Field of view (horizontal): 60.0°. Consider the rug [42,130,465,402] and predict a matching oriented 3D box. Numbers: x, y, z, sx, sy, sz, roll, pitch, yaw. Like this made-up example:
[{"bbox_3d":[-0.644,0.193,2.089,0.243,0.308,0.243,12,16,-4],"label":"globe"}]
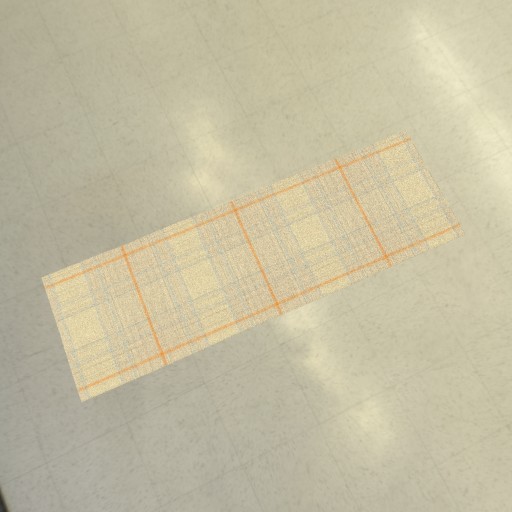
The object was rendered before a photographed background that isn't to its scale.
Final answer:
[{"bbox_3d":[0.000,0.000,2.661,2.442,0.016,0.770,-23,77,-5],"label":"rug"}]
